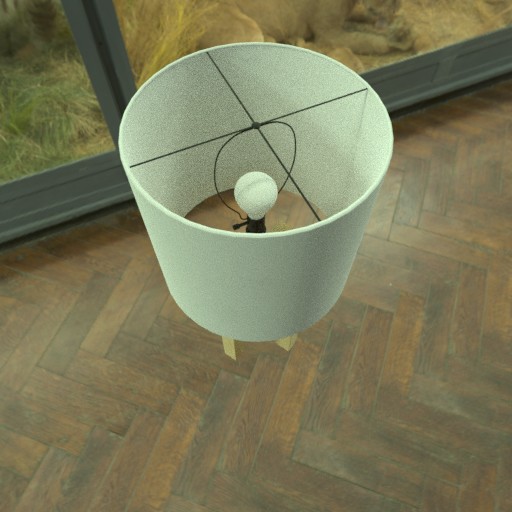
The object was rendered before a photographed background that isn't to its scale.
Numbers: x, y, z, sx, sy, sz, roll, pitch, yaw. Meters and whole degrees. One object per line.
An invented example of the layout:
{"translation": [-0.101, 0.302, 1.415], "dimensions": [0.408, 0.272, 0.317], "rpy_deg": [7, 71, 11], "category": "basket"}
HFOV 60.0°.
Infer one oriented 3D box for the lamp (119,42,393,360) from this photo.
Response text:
{"translation": [0.000, 0.000, 0.554], "dimensions": [0.229, 0.428, 0.229], "rpy_deg": [31, 64, 17], "category": "lamp"}
